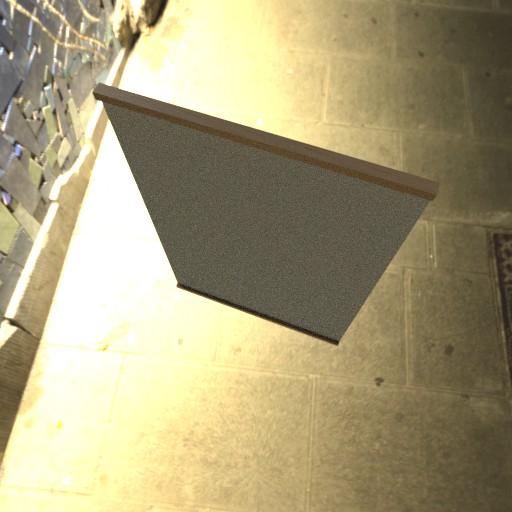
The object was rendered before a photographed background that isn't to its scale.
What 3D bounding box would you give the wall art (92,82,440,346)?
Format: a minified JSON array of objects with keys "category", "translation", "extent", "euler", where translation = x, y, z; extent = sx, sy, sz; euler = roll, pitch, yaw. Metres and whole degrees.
[{"category":"wall art","translation":[0.000,0.000,1.272],"extent":[0.669,1.020,0.027],"euler":[19,66,9]}]
